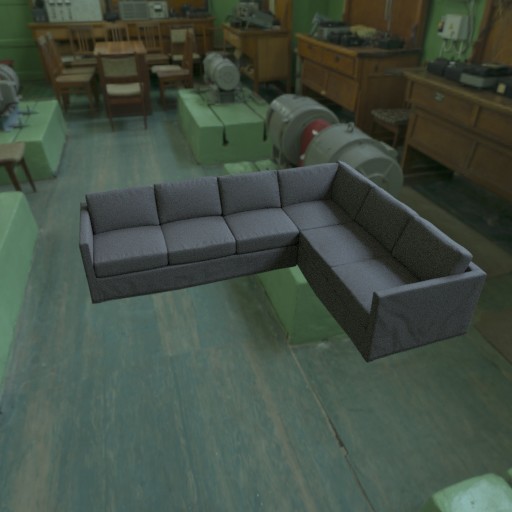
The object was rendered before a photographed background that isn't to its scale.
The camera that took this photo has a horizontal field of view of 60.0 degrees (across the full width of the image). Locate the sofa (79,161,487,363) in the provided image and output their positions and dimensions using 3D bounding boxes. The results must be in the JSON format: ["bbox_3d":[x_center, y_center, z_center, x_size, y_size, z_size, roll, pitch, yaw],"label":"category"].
[{"bbox_3d":[0.000,0.000,4.285,3.182,0.871,2.432,-10,34,-15],"label":"sofa"}]
